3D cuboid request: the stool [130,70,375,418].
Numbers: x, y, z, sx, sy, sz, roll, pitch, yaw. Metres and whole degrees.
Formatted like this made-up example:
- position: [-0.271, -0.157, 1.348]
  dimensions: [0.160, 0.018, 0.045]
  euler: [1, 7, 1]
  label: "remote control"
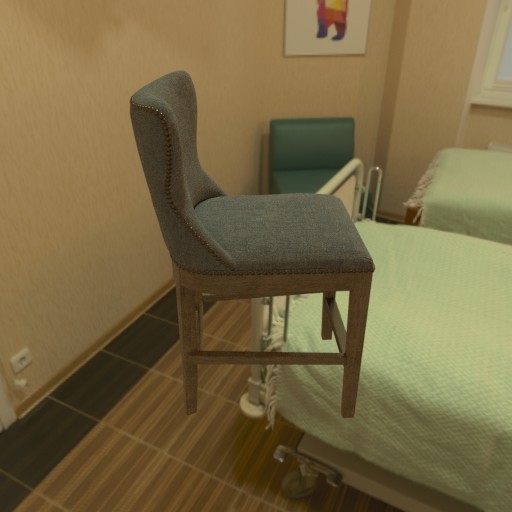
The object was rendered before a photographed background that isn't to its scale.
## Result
- position: [0.000, 0.000, 1.327]
  dimensions: [0.608, 0.981, 0.498]
  euler: [-1, 30, -2]
  label: "stool"
